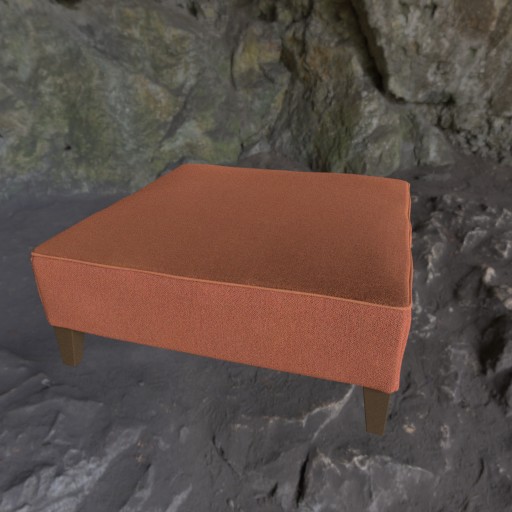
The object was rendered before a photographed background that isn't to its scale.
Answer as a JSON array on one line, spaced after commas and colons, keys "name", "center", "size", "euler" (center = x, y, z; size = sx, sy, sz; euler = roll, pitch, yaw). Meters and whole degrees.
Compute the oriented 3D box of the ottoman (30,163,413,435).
[{"name": "ottoman", "center": [0.000, 0.000, 1.542], "size": [0.997, 0.438, 0.999], "euler": [7, 27, 15]}]
